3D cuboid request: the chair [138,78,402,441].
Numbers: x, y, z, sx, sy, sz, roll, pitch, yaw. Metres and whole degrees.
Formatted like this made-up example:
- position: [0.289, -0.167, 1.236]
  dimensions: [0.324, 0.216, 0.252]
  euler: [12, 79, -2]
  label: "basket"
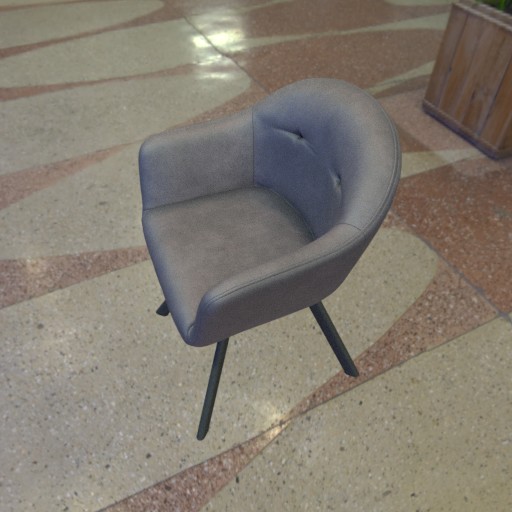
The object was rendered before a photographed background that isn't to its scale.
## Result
- position: [0.000, 0.000, 1.150]
  dimensions: [0.544, 0.781, 0.567]
  euler: [-17, 48, -16]
  label: "chair"
